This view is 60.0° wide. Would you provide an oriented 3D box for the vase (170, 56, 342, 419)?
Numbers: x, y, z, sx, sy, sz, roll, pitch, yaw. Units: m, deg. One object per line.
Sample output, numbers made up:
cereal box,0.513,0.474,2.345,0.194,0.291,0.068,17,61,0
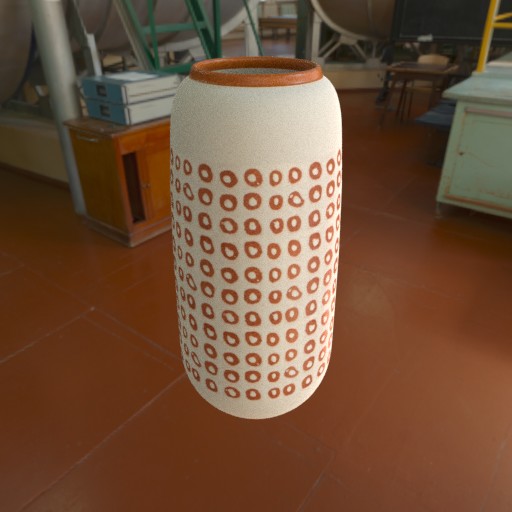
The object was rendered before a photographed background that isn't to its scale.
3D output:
vase,0.000,0.000,0.352,0.133,0.282,0.133,0,31,0
